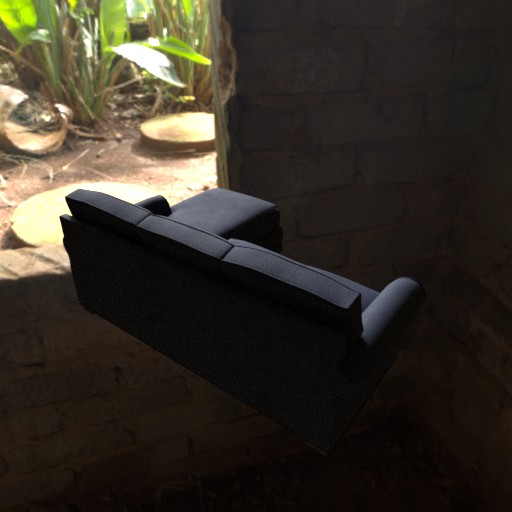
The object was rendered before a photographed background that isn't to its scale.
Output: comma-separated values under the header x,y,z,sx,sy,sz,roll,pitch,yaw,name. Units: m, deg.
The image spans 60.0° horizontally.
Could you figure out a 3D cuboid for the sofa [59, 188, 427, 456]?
x,y,z,sx,sy,sz,roll,pitch,yaw,name
0.000,0.000,3.462,2.567,1.063,1.780,21,36,31,sofa
